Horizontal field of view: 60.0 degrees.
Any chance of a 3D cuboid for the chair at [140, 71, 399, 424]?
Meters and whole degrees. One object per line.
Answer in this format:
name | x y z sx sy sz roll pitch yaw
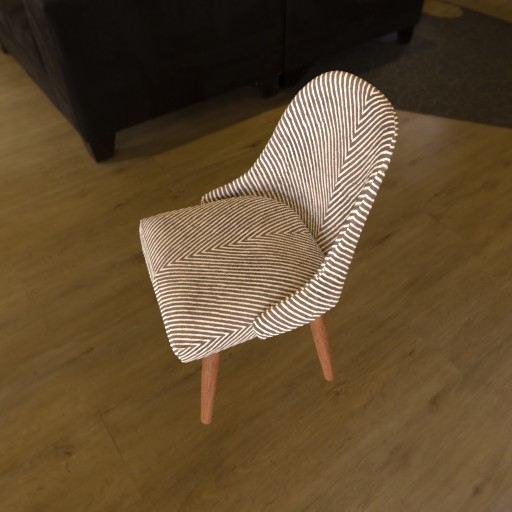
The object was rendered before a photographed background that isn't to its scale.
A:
chair | 0.000 0.000 1.249 0.591 0.883 0.504 -15 49 -14
